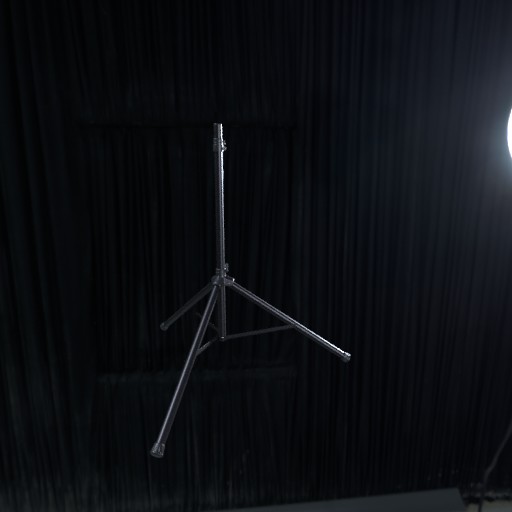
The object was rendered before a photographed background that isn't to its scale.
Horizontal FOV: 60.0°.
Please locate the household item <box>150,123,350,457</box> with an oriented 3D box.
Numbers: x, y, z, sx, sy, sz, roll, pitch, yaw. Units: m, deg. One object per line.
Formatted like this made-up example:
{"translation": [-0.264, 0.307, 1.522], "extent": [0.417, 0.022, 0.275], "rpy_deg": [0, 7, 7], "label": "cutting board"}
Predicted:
{"translation": [0.000, 0.000, 2.794], "extent": [1.339, 1.595, 1.596], "rpy_deg": [-2, 15, -9], "label": "household item"}
